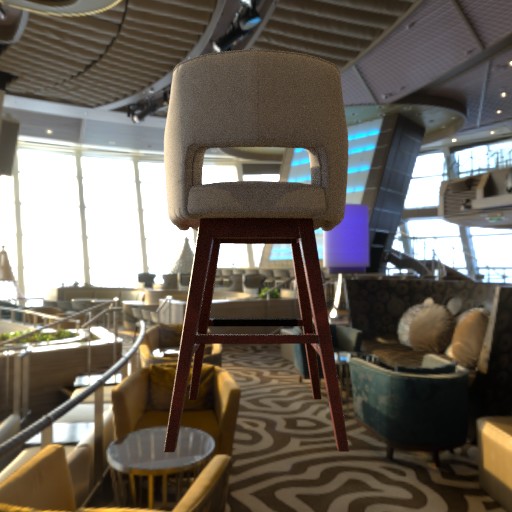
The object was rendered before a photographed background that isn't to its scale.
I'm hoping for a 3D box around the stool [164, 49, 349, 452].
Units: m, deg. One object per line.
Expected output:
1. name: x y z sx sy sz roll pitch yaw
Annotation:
1. stool: 0.000 0.000 1.349 0.548 1.012 0.558 0 -2 -1
